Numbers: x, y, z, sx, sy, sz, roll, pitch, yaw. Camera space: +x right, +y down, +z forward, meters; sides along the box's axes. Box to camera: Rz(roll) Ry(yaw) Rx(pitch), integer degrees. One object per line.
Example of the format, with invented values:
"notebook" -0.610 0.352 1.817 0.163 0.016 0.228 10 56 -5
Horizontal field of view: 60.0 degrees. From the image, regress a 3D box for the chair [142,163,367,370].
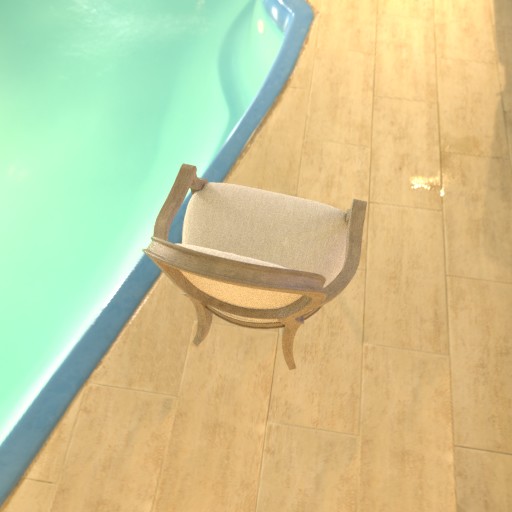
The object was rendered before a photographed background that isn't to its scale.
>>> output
"chair" 0.000 0.000 1.396 0.611 0.991 0.602 13 64 6
